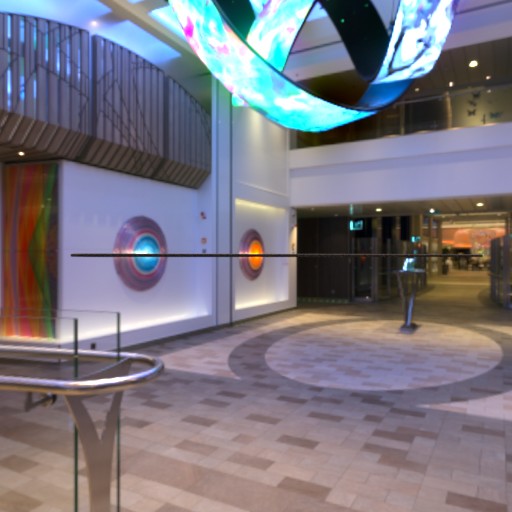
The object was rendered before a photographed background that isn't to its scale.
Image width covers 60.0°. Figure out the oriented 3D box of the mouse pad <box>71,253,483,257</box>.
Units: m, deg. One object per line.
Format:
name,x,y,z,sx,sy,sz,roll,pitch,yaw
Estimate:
mouse pad,0.000,0.000,0.433,0.315,0.002,0.269,0,0,-17
